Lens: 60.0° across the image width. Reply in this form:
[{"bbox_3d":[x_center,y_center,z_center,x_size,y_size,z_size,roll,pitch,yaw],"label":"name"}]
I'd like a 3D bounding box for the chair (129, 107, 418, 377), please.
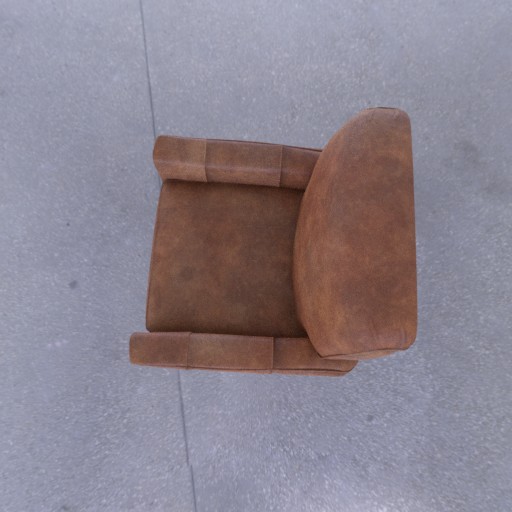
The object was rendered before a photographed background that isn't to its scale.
[{"bbox_3d":[0.000,0.000,1.644,0.836,1.043,0.843,3,76,1],"label":"chair"}]
